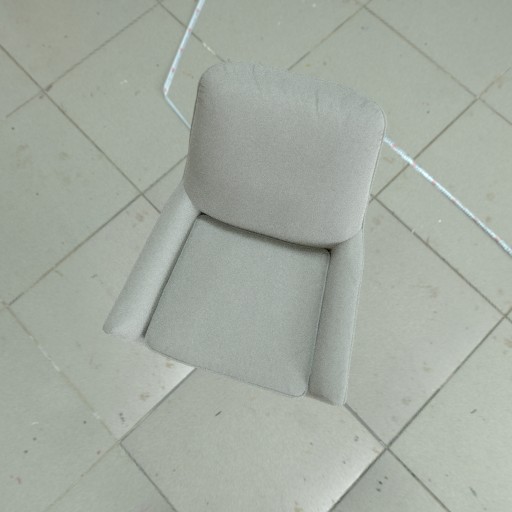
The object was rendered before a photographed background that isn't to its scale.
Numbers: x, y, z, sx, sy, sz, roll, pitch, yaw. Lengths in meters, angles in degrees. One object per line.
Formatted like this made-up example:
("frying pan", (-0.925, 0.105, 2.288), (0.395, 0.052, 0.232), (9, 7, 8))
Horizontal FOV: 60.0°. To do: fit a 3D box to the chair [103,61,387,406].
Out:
("chair", (0.000, 0.000, 1.493), (0.787, 0.888, 0.822), (16, 76, 4))
